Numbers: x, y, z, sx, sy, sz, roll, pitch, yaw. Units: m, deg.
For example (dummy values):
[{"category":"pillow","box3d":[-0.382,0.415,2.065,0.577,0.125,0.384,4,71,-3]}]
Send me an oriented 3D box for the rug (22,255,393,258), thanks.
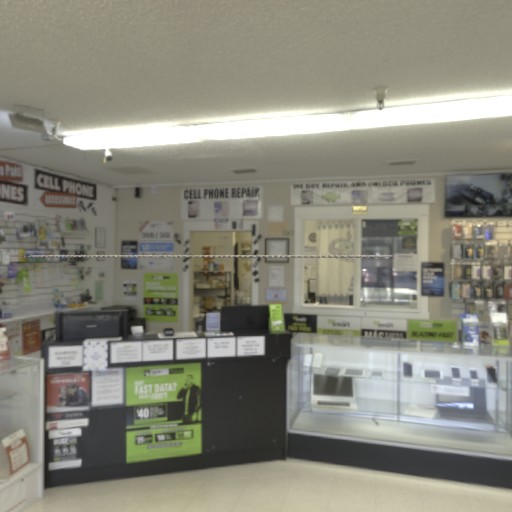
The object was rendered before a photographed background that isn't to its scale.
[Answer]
[{"category":"rug","box3d":[0.000,0.000,3.893,2.256,0.013,2.910,0,0,18]}]
